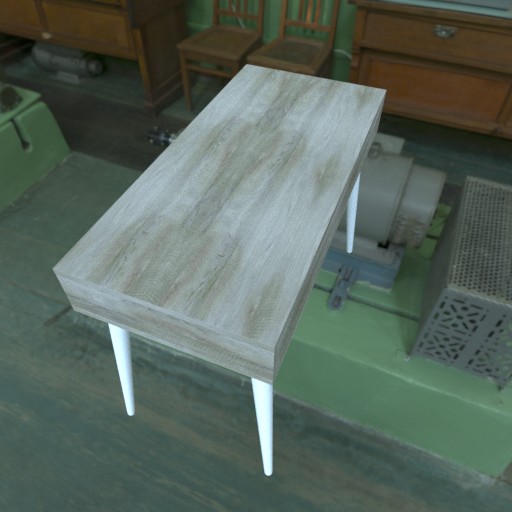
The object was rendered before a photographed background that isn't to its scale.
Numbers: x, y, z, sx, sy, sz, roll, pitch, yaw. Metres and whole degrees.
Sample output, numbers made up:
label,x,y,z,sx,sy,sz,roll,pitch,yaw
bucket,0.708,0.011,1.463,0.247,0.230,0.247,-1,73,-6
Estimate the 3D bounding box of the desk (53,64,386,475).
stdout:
label,x,y,z,sx,sy,sz,roll,pitch,yaw
desk,0.000,0.000,1.389,0.491,0.723,0.979,17,50,15
